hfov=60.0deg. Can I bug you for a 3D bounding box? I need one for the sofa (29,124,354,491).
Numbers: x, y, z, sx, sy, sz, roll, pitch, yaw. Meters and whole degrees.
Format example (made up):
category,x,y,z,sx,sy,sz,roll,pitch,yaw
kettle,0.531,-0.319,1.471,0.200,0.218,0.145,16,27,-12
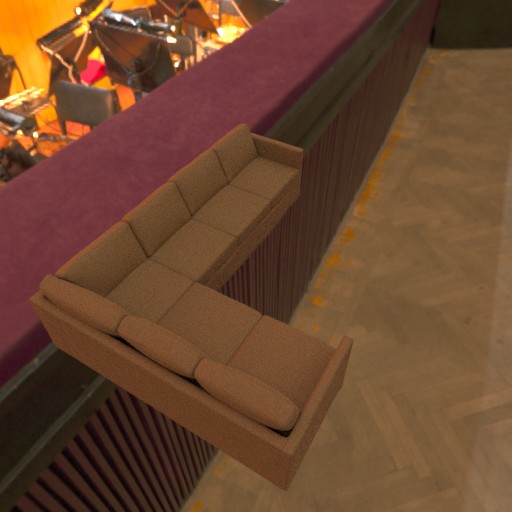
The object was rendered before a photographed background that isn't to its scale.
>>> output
category,x,y,z,sx,sy,sz,roll,pitch,yaw
sofa,0.000,0.000,4.278,2.432,0.871,3.182,23,50,21
